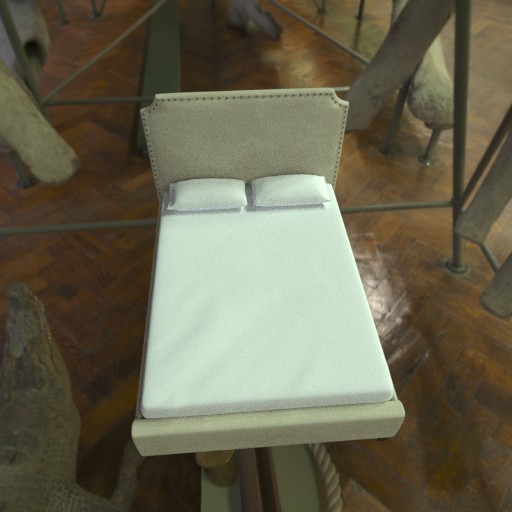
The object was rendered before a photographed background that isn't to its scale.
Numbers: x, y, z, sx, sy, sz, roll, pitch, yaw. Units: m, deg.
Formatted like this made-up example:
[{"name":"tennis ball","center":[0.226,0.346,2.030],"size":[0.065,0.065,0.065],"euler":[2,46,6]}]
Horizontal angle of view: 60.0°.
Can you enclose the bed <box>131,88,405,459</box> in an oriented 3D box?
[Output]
[{"name":"bed","center":[0.000,0.000,3.294],"size":[1.712,1.443,2.372],"euler":[-3,47,-3]}]
